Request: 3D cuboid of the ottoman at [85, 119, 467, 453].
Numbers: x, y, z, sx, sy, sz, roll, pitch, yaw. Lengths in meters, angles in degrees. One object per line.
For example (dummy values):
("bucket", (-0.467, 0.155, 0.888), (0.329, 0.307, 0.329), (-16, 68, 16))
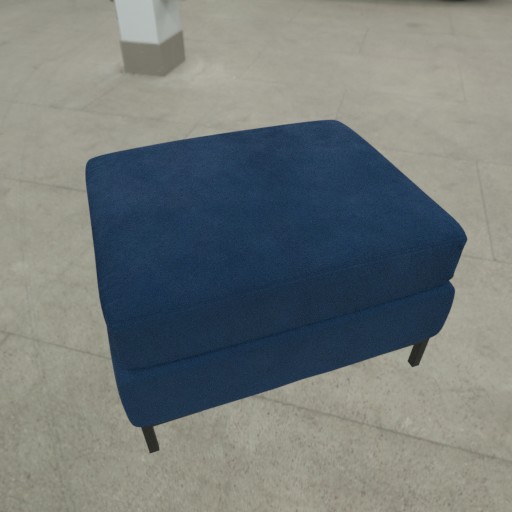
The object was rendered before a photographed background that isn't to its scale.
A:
("ottoman", (0.000, 0.000, 1.174), (0.794, 0.485, 0.655), (-13, 43, -15))
